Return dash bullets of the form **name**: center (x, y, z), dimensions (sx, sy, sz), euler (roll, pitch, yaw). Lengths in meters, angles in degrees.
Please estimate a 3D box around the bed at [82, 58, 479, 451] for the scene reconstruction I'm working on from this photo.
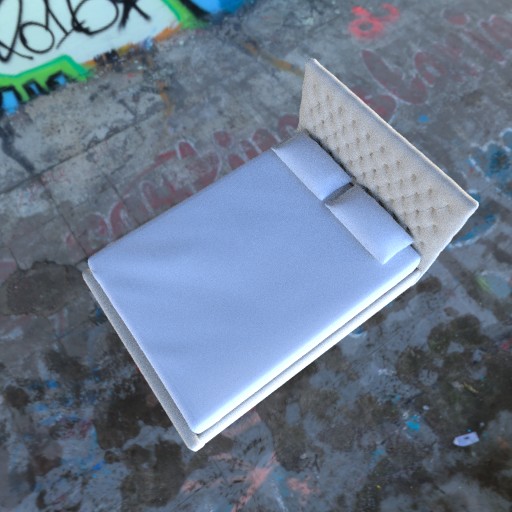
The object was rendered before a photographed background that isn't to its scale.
- **bed**: center (0.000, 0.000, 3.449), dimensions (2.387, 1.427, 1.698), euler (-34, 68, -15)
